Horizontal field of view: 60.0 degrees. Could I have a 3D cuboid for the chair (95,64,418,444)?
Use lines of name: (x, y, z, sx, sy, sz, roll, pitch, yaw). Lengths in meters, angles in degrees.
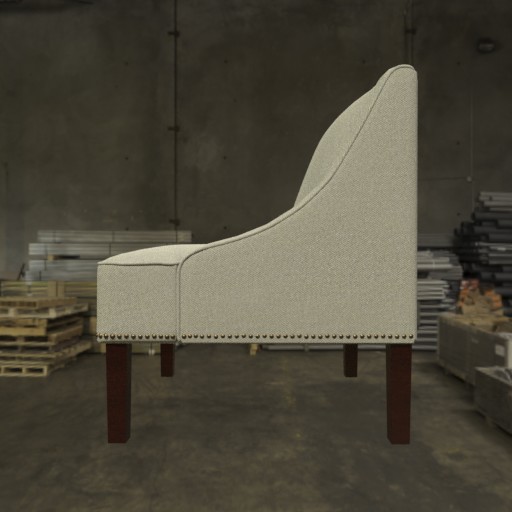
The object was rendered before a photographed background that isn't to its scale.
chair: (0.000, 0.000, 1.310, 0.748, 0.872, 0.628, 0, 0, 0)
